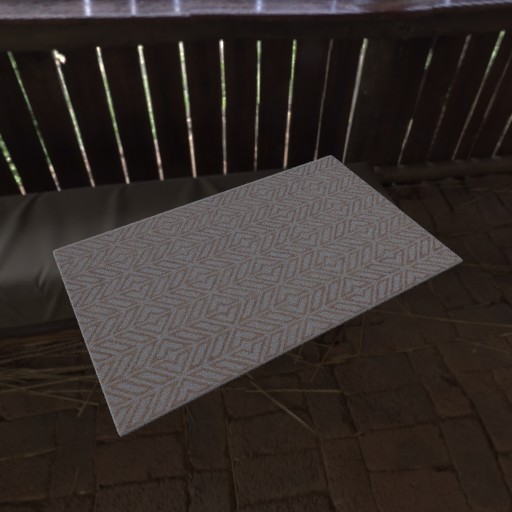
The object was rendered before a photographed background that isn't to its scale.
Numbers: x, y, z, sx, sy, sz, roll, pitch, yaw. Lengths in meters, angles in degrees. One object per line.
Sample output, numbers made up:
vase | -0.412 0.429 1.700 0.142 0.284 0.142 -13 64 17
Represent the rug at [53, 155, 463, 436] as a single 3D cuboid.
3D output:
rug | 0.000 0.000 3.093 2.438 0.008 1.523 -22 50 -20
